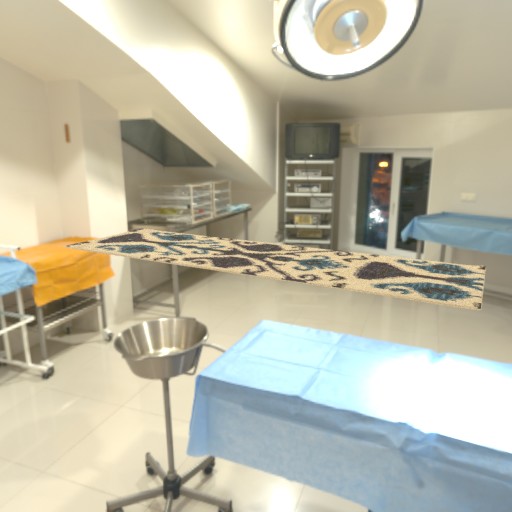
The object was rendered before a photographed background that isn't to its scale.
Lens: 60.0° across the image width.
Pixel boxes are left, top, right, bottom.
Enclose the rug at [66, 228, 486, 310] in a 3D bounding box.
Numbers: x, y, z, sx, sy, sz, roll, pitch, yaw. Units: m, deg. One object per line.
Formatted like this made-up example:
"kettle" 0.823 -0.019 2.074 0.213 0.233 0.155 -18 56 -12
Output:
"rug" 0.000 0.000 2.497 2.301 0.017 0.692 7 16 27
